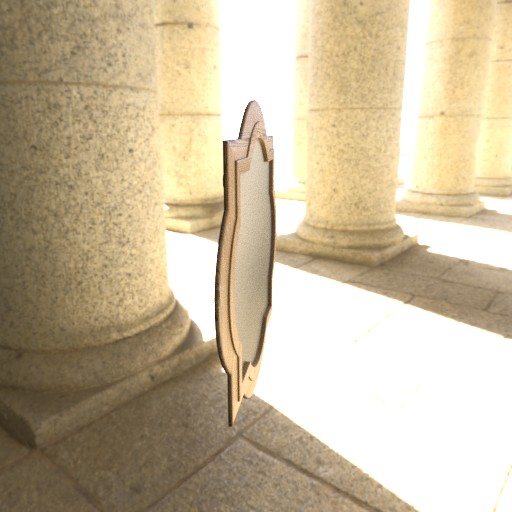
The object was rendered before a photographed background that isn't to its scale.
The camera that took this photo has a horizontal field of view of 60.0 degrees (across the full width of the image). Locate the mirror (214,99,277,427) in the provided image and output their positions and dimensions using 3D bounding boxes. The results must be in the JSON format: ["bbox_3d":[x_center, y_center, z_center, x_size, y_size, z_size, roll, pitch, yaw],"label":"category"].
[{"bbox_3d":[0.000,0.000,1.056,0.019,0.686,0.686,3,16,10],"label":"mirror"}]
